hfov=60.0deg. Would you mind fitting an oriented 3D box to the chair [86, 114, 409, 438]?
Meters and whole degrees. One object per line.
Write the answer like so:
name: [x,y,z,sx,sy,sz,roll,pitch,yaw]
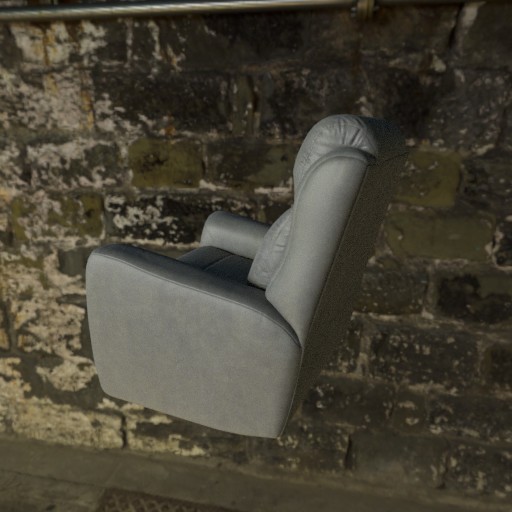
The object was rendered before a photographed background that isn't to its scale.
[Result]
chair: [0.000,0.000,1.867,1.068,1.116,0.965,8,18,24]
